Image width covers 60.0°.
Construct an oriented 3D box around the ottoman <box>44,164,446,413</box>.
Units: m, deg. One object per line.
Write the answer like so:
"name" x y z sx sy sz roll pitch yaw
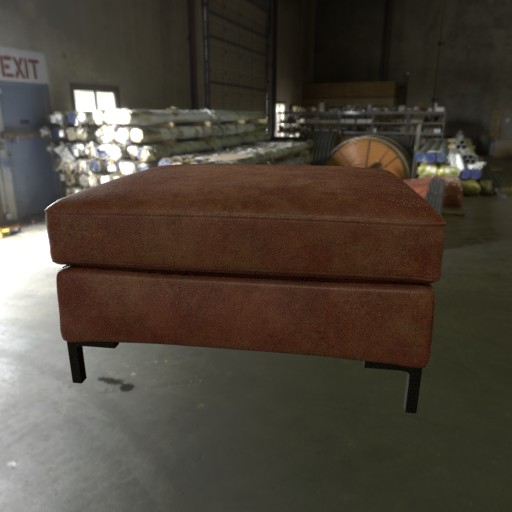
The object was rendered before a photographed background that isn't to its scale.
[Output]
"ottoman" 0.000 0.000 1.776 1.186 0.667 0.965 3 18 8
